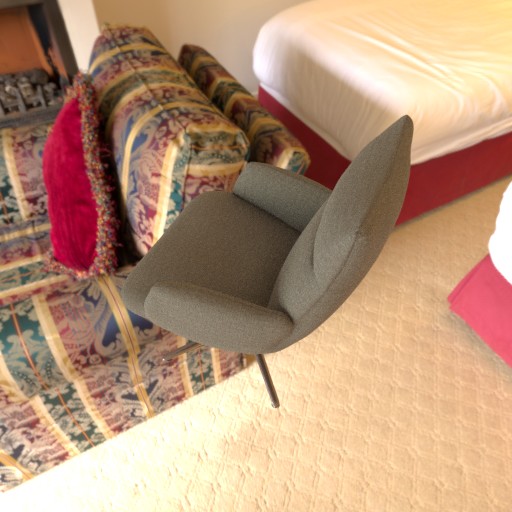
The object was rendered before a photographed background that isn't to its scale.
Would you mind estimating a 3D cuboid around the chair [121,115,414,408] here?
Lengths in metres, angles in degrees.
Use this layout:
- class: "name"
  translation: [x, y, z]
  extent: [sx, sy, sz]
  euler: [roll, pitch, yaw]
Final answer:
- class: "chair"
  translation: [0.000, 0.000, 1.542]
  extent: [0.831, 0.984, 0.702]
  euler: [18, 50, 16]
